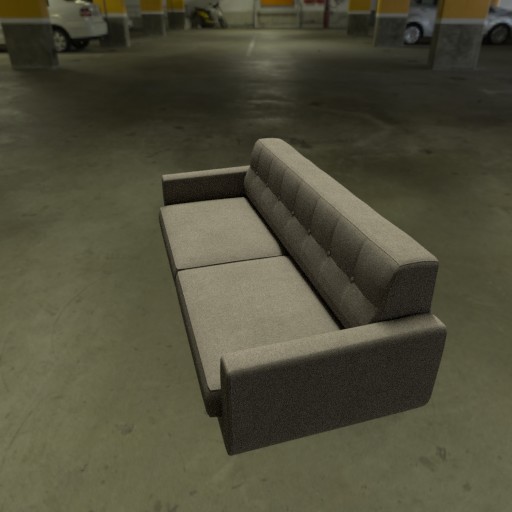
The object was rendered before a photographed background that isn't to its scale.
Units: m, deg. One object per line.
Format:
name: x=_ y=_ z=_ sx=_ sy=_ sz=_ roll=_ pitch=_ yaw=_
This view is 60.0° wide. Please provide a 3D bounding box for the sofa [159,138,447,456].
sofa: x=0.000 y=0.000 z=2.452 sx=0.909 sy=0.841 sz=2.029 roll=-8 pitch=31 yaw=-14
